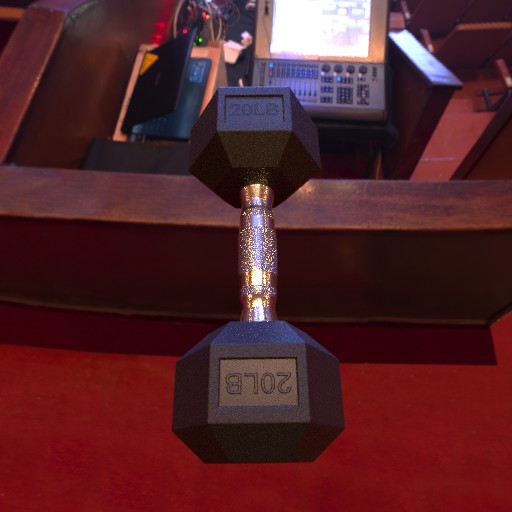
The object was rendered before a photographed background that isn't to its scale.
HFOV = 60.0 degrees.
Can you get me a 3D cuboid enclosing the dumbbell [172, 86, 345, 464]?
[{"bbox_3d":[0.000,0.000,0.321,0.106,0.092,0.272,-1,64,0],"label":"dumbbell"}]
